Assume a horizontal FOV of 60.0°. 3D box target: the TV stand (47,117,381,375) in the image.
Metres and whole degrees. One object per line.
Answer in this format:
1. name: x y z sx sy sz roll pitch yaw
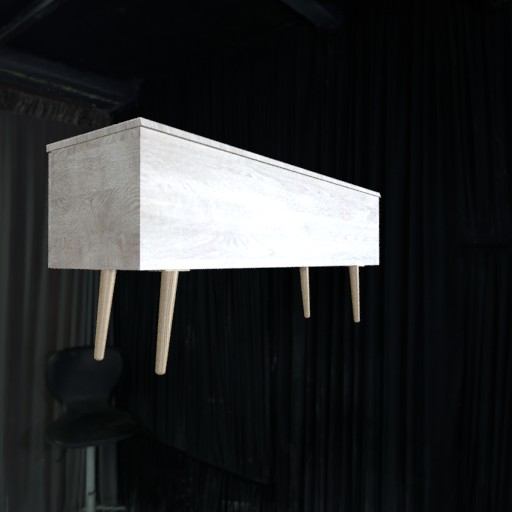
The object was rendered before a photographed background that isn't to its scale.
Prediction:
1. TV stand: 0.000 0.000 1.557 0.401 0.565 1.313 0 -1 37
